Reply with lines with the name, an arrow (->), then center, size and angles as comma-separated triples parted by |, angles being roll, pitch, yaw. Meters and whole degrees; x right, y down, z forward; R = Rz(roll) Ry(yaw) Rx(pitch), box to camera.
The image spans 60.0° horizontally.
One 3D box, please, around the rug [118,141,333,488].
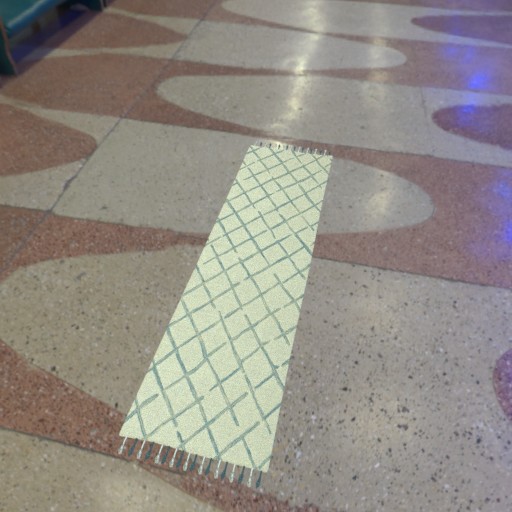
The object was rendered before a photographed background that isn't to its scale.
rug -> 0.000, 0.000, 2.509 | 0.620, 0.008, 2.372 | 10, 46, 9
